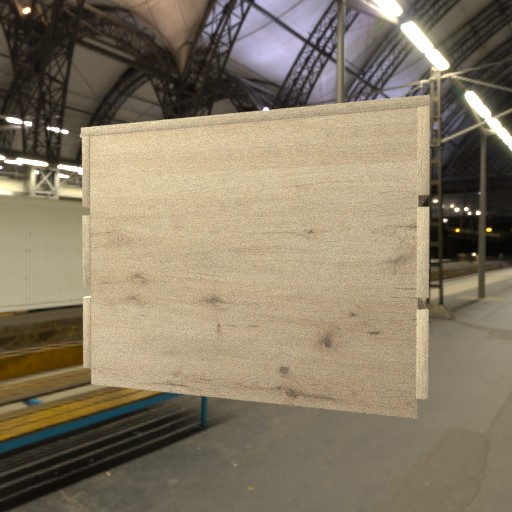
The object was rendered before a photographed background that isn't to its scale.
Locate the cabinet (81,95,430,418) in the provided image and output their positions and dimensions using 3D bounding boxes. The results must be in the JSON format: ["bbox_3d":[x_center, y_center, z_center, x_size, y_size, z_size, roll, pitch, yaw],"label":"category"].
[{"bbox_3d":[0.000,0.000,1.469,1.040,0.820,0.420,0,1,17],"label":"cabinet"}]
